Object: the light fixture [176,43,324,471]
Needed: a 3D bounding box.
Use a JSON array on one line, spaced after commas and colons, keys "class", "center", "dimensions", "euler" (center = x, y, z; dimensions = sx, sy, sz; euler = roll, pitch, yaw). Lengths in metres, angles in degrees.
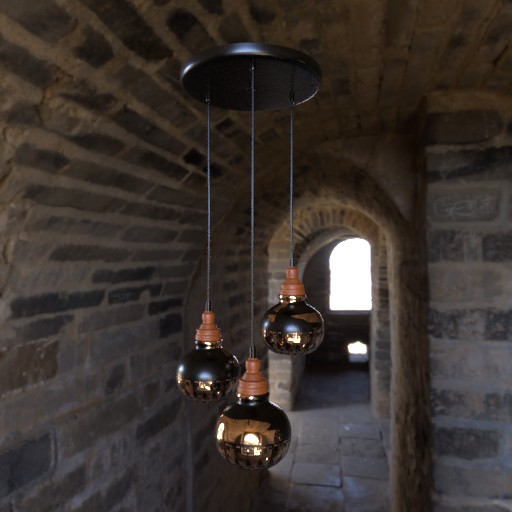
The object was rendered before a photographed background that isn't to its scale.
[{"class": "light fixture", "center": [0.000, 0.000, 1.758], "dimensions": [0.605, 1.410, 0.608], "euler": [1, -1, -36]}]
